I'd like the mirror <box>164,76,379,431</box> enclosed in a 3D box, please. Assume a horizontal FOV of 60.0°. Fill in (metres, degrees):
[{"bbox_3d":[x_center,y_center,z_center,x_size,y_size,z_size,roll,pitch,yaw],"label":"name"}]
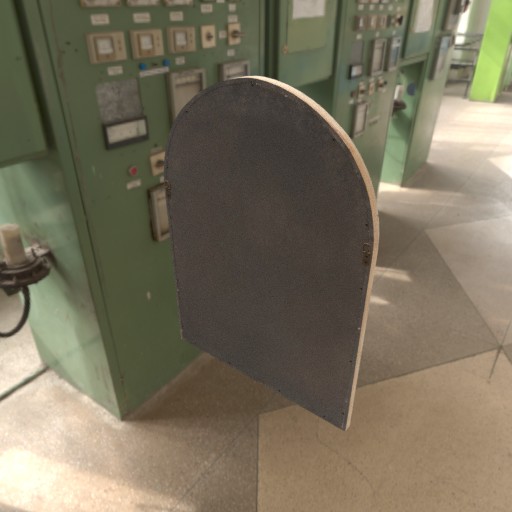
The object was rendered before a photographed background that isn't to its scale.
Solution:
[{"bbox_3d":[0.000,0.000,1.216,0.660,0.920,0.032,21,36,31],"label":"mirror"}]
